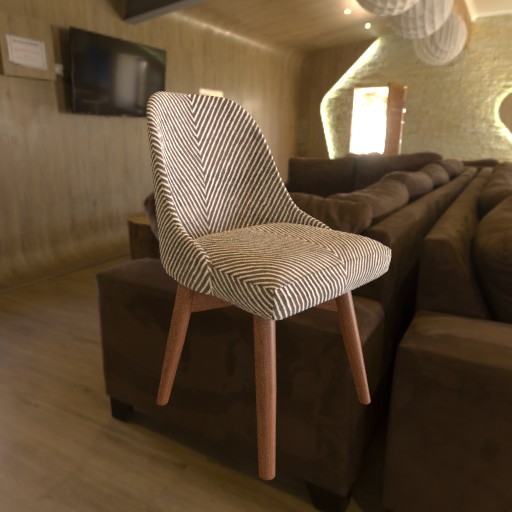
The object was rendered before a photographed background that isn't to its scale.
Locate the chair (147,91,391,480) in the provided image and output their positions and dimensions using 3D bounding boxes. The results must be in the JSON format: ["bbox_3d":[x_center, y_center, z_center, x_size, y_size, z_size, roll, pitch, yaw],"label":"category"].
[{"bbox_3d":[0.000,0.000,1.225,0.591,0.883,0.504,14,20,43],"label":"chair"}]
